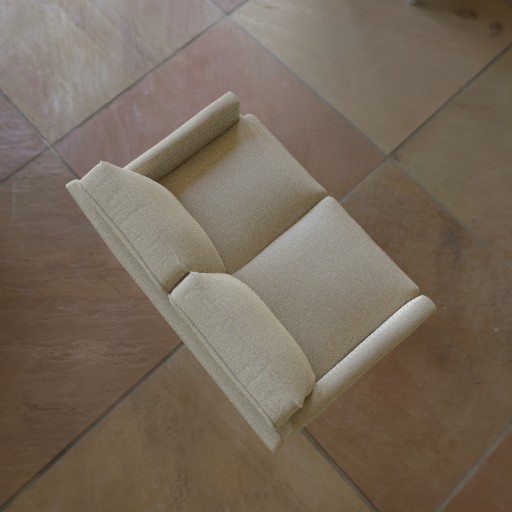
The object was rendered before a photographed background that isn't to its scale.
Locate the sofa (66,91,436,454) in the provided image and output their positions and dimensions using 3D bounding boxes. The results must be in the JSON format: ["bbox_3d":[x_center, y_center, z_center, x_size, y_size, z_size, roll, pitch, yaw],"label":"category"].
[{"bbox_3d":[0.000,0.000,2.321,1.084,1.003,1.597,-39,77,-10],"label":"sofa"}]
